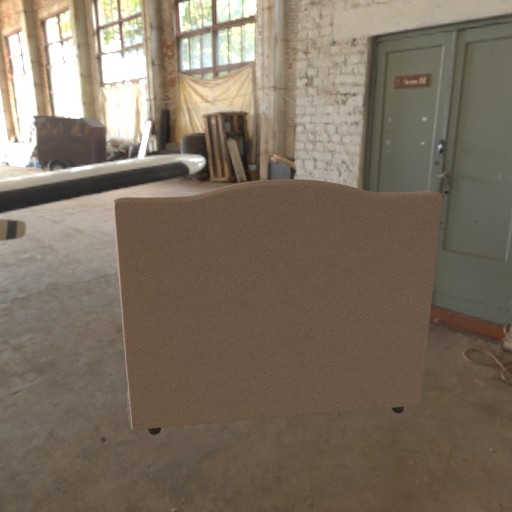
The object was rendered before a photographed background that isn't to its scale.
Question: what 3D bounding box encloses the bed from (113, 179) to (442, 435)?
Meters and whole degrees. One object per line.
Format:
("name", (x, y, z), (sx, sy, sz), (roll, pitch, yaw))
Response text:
("bed", (0.000, 0.000, 3.487), (1.821, 1.436, 2.282), (-2, 16, -7))
